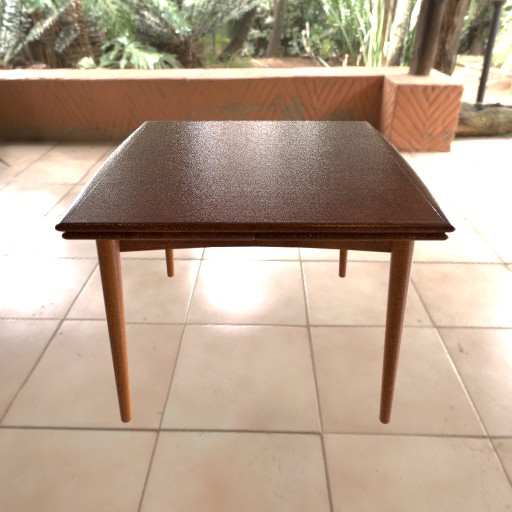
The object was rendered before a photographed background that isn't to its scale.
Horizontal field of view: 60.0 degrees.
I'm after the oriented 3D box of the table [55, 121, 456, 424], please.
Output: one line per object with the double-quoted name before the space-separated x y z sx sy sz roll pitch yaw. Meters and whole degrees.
"table" 0.000 0.000 1.652 0.991 0.754 0.991 0 31 0
